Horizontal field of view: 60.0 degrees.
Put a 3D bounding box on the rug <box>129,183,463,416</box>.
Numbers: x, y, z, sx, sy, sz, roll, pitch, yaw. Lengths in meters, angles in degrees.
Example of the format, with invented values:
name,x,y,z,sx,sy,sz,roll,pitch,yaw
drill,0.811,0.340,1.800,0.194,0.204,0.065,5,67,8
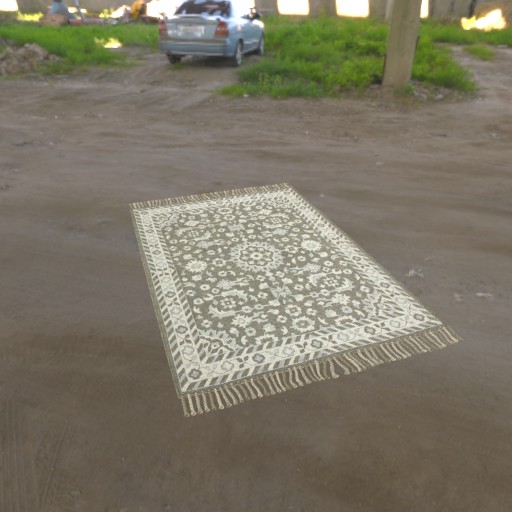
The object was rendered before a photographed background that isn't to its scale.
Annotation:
name,x,y,z,sx,sy,sz,roll,pitch,yaw
rug,0.000,0.000,3.126,1.530,0.025,2.431,-10,32,-17
